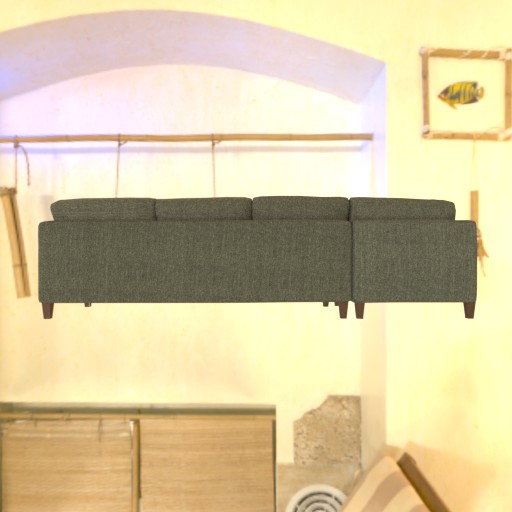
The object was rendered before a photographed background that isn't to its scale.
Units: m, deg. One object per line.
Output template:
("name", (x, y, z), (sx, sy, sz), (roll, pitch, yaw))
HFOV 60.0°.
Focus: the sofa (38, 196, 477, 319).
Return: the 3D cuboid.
("sofa", (0.000, 0.000, 4.534), (3.302, 0.947, 2.593), (0, 0, 0))
